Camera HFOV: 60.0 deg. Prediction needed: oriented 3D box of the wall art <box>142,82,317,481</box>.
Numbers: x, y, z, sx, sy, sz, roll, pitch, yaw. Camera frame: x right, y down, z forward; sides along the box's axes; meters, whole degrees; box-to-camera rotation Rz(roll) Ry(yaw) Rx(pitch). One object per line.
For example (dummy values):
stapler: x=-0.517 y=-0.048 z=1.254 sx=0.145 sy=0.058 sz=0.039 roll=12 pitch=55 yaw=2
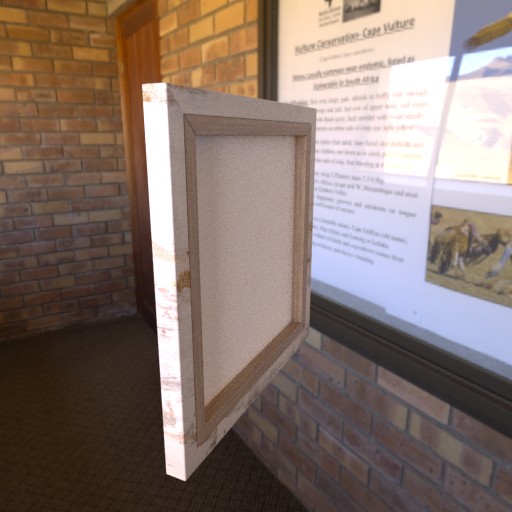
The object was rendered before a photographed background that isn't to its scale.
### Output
wall art: x=0.000 y=0.000 z=0.920 sx=0.040 sy=0.613 sz=0.611 roll=7 pitch=17 yaw=25
